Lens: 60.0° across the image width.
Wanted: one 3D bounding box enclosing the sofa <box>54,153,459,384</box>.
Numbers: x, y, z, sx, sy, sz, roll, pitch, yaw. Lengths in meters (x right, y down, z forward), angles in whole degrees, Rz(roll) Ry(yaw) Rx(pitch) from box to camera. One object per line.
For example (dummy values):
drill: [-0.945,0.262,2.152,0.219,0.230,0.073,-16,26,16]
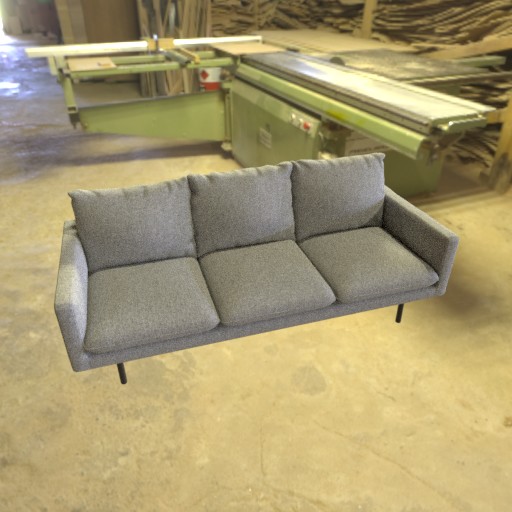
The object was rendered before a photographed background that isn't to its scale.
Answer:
sofa: [0.000,0.000,2.473,2.000,0.830,0.850,-9,33,-15]
